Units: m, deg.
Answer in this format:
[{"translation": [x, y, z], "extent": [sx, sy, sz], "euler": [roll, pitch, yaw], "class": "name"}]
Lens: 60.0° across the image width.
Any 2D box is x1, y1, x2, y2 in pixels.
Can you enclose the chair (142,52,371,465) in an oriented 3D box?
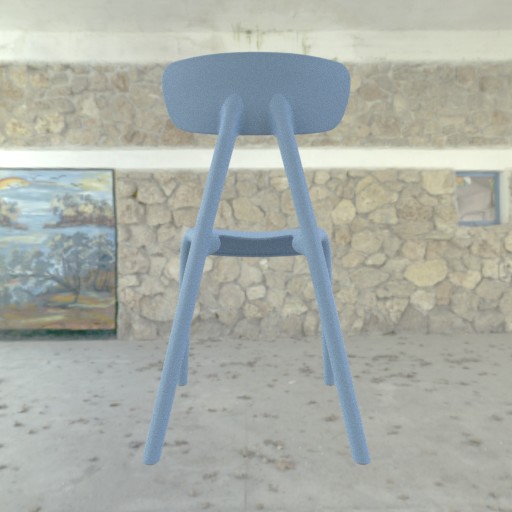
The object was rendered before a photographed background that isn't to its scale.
[{"translation": [0.000, 0.000, 0.810], "extent": [0.356, 0.580, 0.401], "euler": [0, 0, 0], "class": "chair"}]
